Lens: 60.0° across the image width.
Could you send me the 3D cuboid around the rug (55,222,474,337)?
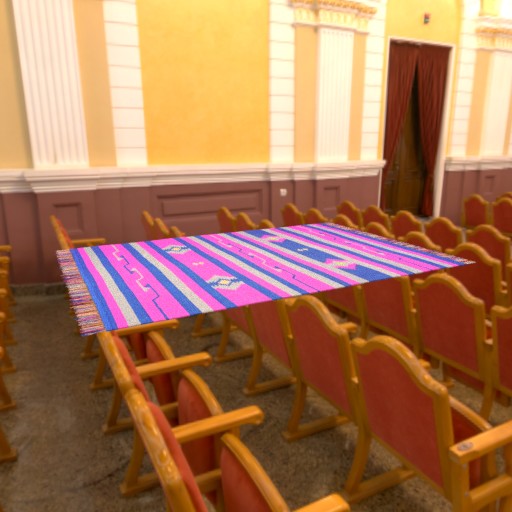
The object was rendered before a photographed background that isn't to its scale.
[{"bbox_3d":[0.000,0.000,2.912,2.350,0.013,1.539,-8,17,-26],"label":"rug"}]
